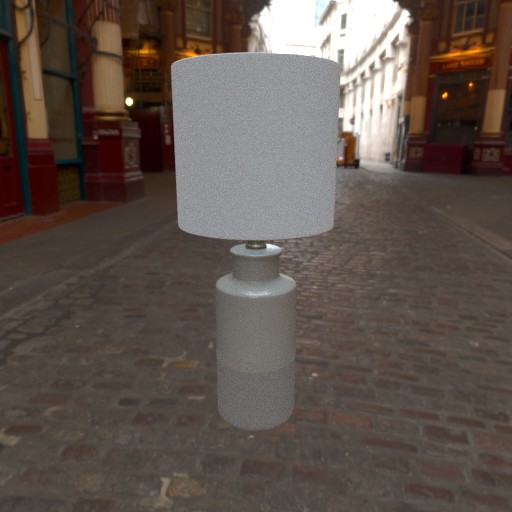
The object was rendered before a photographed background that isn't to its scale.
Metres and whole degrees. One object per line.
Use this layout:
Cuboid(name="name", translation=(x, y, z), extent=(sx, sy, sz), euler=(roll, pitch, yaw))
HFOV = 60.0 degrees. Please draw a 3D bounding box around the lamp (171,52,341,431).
Cuboid(name="lamp", translation=(0.000, 0.000, 0.625), extent=(0.212, 0.493, 0.212), euler=(2, 15, 7))
